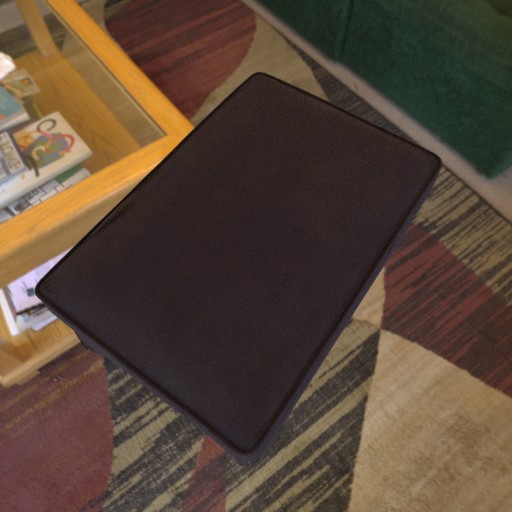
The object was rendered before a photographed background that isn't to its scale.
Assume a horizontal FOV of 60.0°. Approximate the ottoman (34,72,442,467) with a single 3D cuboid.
[{"bbox_3d":[0.000,0.000,1.269,0.637,0.503,0.938,32,66,16],"label":"ottoman"}]
